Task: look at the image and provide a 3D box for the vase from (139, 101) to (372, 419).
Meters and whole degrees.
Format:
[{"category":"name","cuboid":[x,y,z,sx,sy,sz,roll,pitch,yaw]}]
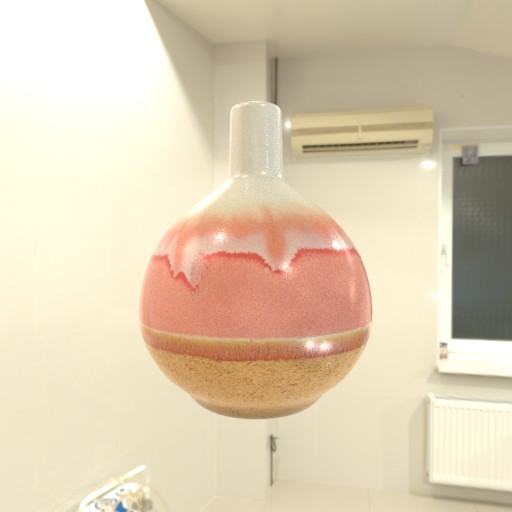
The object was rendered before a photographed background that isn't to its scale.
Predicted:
[{"category":"vase","cuboid":[0.000,0.000,0.268,0.137,0.176,0.137,0,2,0]}]
